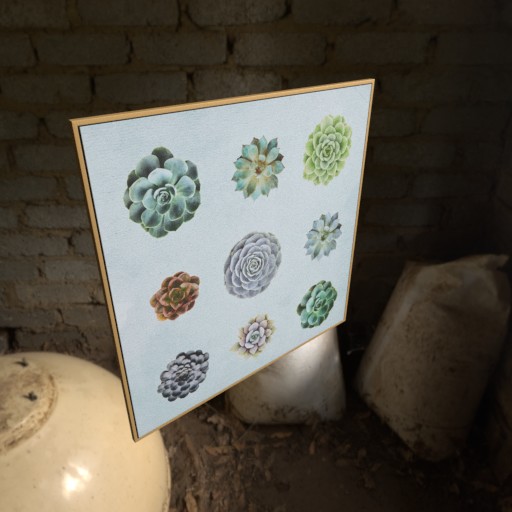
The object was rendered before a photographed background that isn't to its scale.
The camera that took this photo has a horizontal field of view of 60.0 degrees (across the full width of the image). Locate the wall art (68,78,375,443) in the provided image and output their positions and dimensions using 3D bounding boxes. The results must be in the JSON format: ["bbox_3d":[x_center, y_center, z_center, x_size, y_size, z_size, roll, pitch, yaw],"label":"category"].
[{"bbox_3d":[0.000,0.000,0.948,0.657,0.655,0.014,-22,36,-33],"label":"wall art"}]
